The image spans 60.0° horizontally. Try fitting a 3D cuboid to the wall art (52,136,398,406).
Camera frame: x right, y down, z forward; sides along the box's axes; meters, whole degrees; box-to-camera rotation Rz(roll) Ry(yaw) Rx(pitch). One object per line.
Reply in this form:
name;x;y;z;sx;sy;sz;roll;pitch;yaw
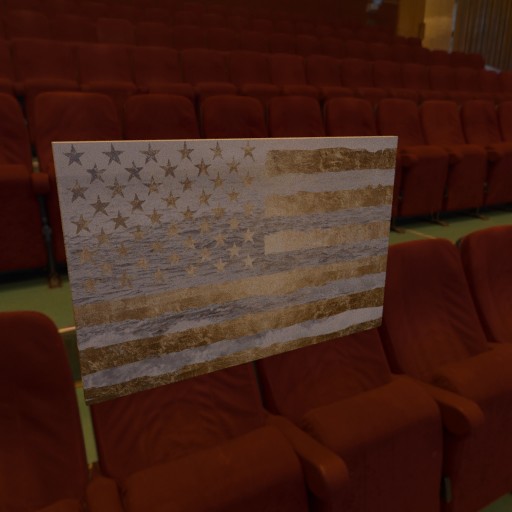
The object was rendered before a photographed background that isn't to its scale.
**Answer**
wall art;0.000;0.000;1.192;0.932;0.610;0.027;-9;19;-27
